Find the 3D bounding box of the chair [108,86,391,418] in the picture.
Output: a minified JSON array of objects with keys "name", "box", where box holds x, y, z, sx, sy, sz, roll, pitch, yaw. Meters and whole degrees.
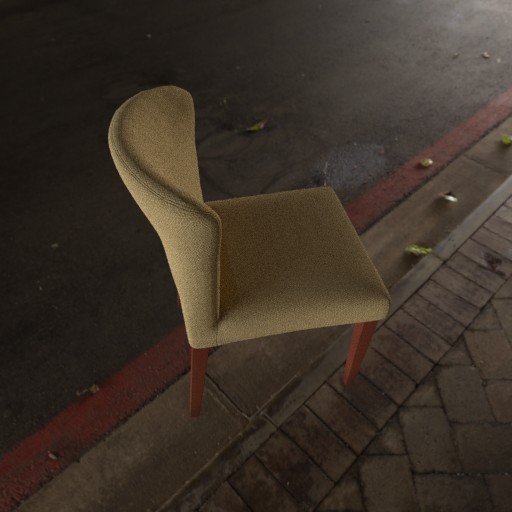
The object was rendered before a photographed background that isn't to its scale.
[{"name":"chair","box":[0.000,0.000,1.198,0.589,0.839,0.491,-9,47,-8]}]
